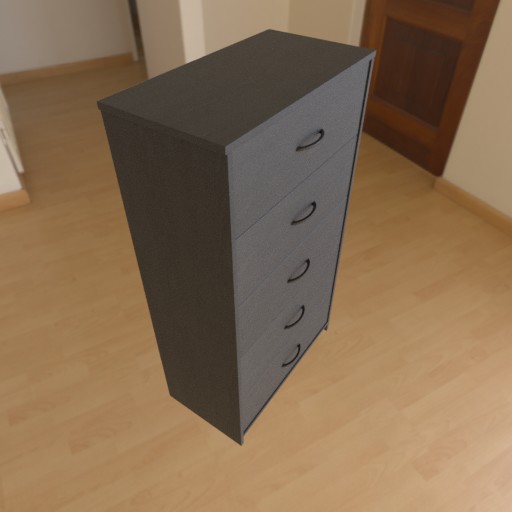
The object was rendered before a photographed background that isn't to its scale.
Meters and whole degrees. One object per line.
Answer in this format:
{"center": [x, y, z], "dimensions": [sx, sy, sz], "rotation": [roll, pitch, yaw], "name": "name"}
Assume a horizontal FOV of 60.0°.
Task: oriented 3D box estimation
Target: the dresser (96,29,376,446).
{"center": [0.000, 0.000, 1.554], "dimensions": [0.399, 1.255, 0.704], "rotation": [25, 48, 25], "name": "dresser"}
